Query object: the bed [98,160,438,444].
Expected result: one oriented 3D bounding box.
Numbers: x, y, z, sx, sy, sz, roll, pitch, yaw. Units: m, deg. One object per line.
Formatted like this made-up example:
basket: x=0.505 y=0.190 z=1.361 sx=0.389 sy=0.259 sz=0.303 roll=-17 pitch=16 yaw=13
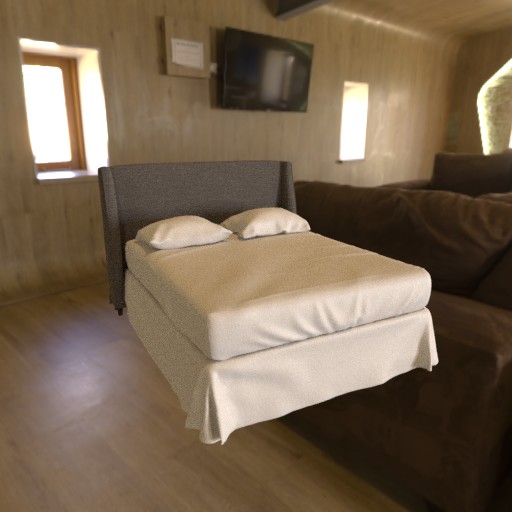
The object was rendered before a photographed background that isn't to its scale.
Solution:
bed: x=0.000 y=0.000 z=3.467 sx=1.925 sy=1.332 sz=2.276 roll=-8 pitch=17 yaw=-27
